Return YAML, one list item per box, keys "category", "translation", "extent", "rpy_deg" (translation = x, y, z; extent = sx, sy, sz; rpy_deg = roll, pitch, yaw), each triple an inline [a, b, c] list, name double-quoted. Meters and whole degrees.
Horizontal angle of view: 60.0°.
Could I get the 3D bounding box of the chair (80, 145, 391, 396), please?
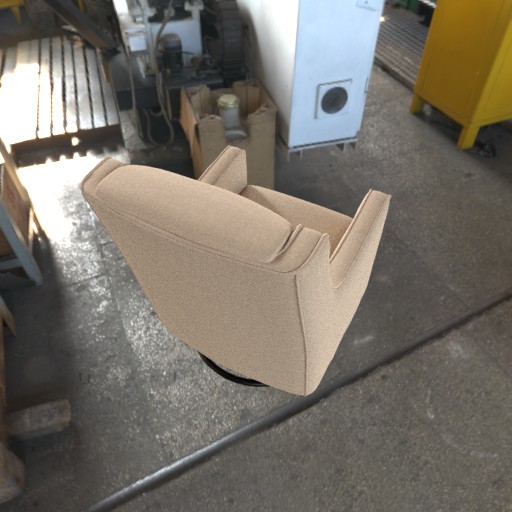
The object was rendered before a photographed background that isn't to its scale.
- category: "chair"
  translation: [0.000, 0.000, 1.645]
  extent: [0.732, 0.993, 0.879]
  rpy_deg: [22, 50, 20]
